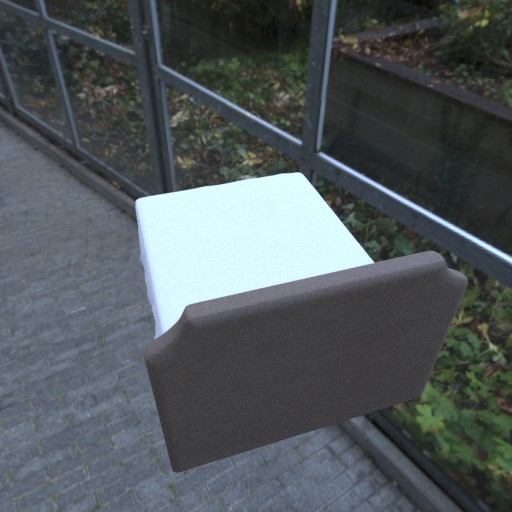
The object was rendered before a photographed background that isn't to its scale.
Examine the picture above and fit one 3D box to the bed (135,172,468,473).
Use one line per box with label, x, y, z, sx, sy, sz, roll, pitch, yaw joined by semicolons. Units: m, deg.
bed;0.000;0.000;3.165;1.693;1.290;2.116;-12;41;-14
